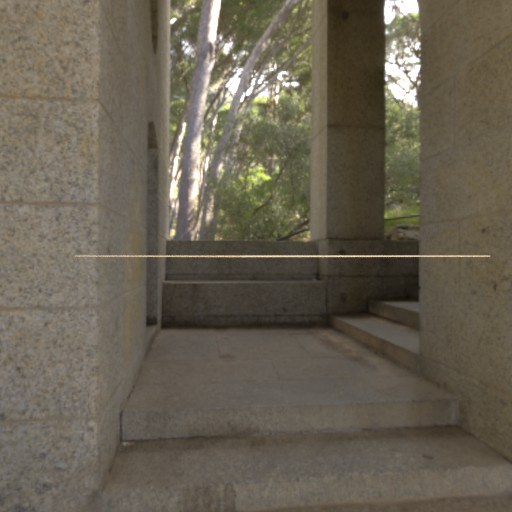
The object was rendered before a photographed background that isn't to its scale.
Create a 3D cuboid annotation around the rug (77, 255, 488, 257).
[{"bbox_3d":[0.000,0.000,3.969,2.380,0.008,2.977,0,0,-36],"label":"rug"}]
